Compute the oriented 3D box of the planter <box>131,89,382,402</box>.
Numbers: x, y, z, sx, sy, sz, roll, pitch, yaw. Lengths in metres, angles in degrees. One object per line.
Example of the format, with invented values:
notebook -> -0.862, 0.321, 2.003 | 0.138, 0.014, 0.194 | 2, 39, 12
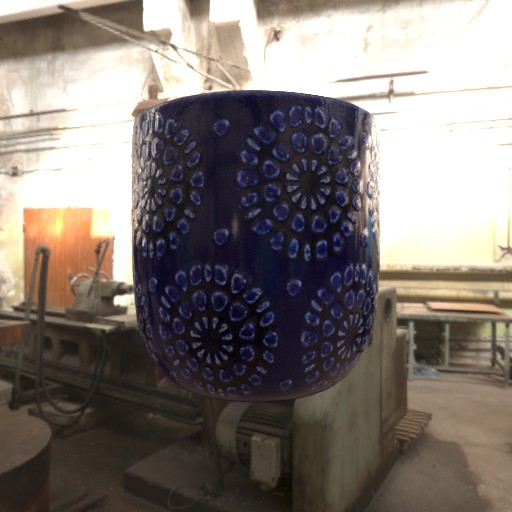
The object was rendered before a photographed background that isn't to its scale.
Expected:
planter -> 0.000, 0.000, 0.201 | 0.109, 0.112, 0.109 | 0, 0, 0
